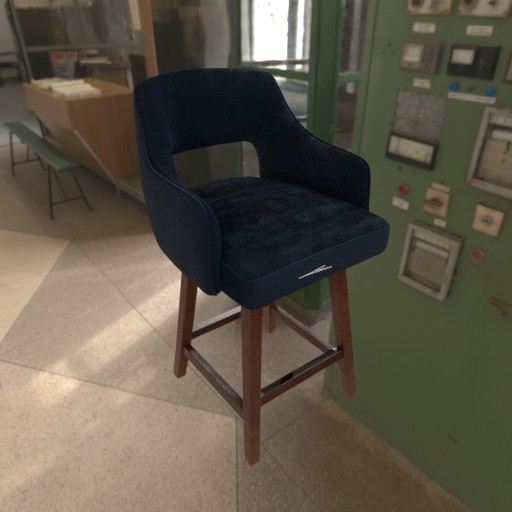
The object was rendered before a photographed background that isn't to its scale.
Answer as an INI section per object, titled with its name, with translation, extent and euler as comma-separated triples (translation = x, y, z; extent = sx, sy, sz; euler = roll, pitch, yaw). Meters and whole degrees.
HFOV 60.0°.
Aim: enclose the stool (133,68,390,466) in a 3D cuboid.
[stool]
translation = 0.000, 0.000, 1.260
extent = 0.550, 0.940, 0.560
euler = -20, 35, -32
